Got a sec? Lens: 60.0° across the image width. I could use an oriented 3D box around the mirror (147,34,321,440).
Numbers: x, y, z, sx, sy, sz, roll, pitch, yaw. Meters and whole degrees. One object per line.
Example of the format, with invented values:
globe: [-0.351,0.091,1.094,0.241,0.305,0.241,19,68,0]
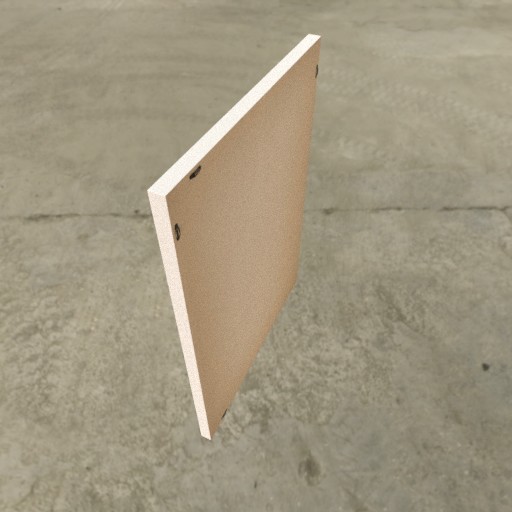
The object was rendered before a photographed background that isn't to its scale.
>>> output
mirror: [0.000,0.000,1.332,0.041,1.016,0.762,19,49,17]
